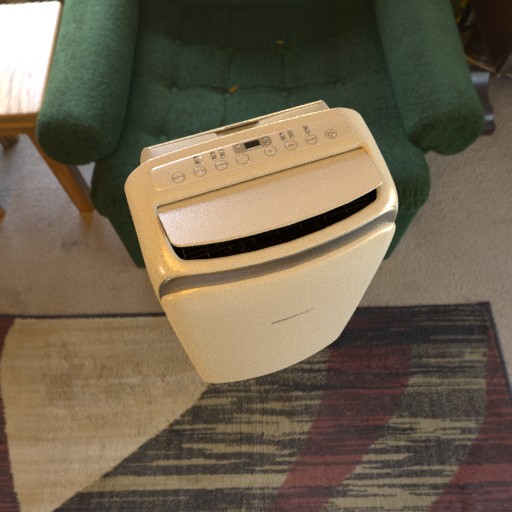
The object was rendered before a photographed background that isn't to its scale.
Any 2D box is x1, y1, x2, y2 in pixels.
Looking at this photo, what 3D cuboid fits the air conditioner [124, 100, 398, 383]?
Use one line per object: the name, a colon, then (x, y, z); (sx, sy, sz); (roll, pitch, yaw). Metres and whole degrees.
air conditioner: (0.000, 0.000, 1.055); (0.449, 0.786, 0.414); (-18, 66, -8)
